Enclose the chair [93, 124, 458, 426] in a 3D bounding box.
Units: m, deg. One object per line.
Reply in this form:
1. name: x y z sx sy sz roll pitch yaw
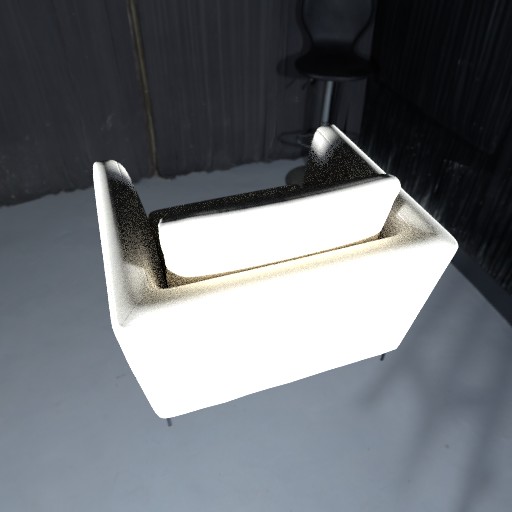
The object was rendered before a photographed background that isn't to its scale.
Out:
1. chair: 0.000 0.000 1.681 1.041 0.865 0.889 -13 43 -14
